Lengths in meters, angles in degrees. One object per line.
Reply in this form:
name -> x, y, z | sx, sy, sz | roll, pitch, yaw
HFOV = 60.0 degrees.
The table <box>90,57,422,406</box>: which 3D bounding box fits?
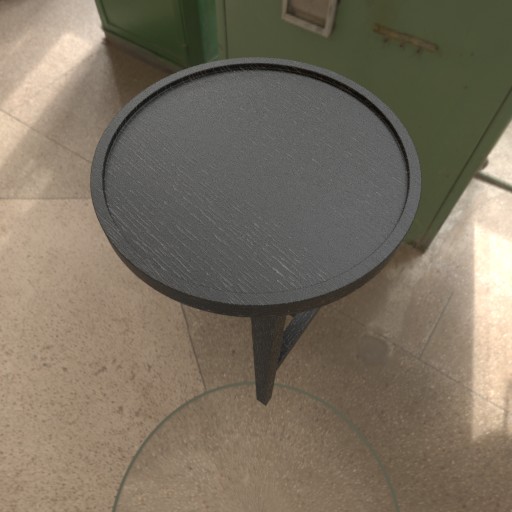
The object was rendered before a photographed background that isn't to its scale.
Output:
table -> 0.000, 0.000, 0.738 | 0.399, 0.460, 0.399 | 0, 58, 0
